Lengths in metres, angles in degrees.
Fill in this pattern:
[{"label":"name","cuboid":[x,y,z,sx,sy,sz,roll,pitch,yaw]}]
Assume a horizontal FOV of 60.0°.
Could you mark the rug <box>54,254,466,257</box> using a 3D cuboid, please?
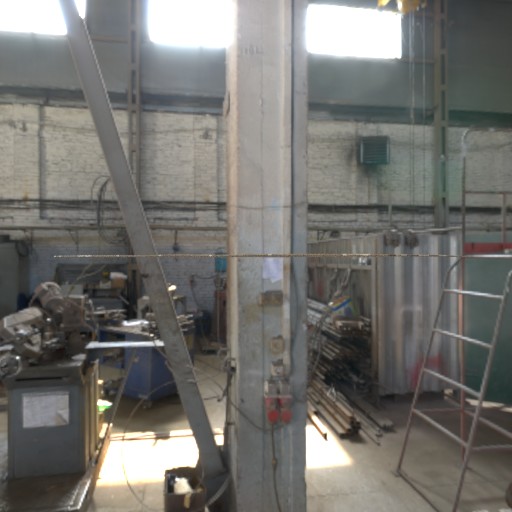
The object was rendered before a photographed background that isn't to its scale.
[{"label":"rug","cuboid":[0.000,0.000,2.219,1.748,0.010,1.142,0,0,35]}]
